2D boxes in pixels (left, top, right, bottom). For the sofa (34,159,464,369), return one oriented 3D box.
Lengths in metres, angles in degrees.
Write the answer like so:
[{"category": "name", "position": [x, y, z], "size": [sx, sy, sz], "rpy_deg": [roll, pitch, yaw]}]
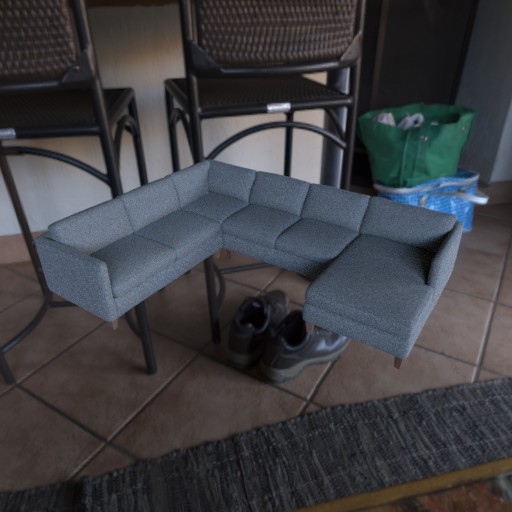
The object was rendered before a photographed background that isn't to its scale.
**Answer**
[{"category": "sofa", "position": [0.000, 0.000, 4.297], "size": [3.238, 0.853, 2.551], "rpy_deg": [18, 35, 28]}]
